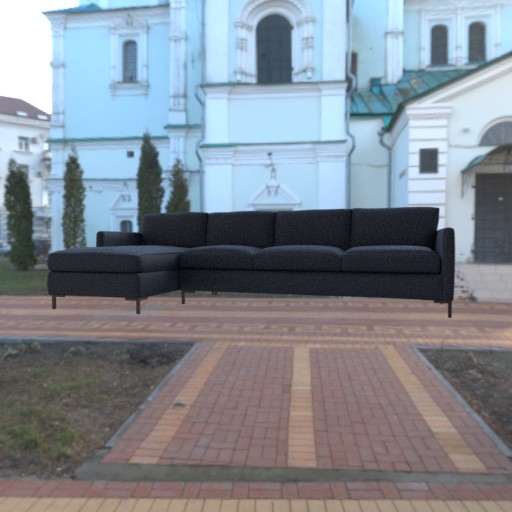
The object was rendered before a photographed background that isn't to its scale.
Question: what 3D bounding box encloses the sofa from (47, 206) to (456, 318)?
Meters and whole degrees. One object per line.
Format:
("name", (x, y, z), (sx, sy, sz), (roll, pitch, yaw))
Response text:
("sofa", (0.000, 0.000, 2.939), (2.445, 0.673, 1.125), (1, 2, 18))
